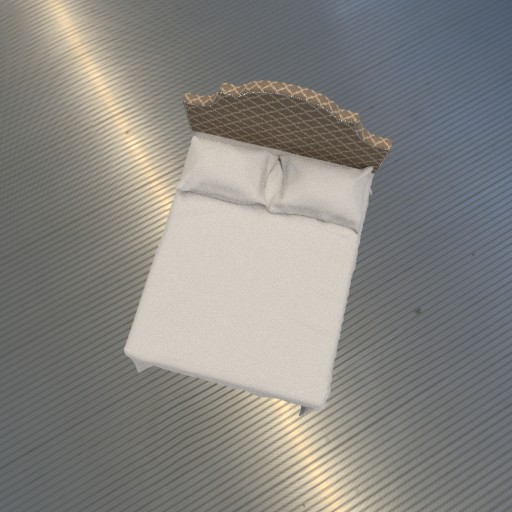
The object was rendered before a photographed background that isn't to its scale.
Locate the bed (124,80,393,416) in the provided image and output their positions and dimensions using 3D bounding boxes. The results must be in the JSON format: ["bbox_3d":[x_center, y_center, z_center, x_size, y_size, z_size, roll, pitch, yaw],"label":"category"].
[{"bbox_3d":[0.000,0.000,3.446,1.780,1.633,2.222,14,76,4],"label":"bed"}]
